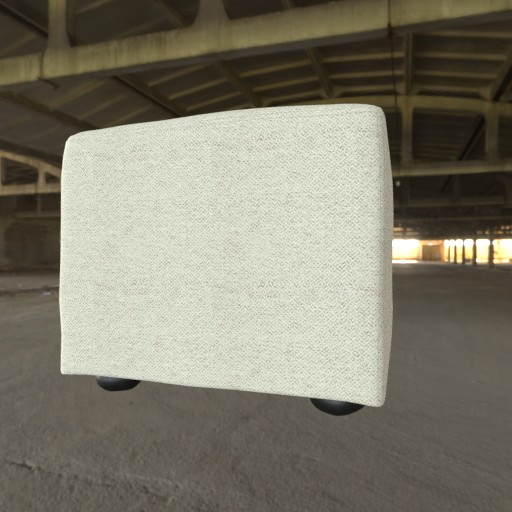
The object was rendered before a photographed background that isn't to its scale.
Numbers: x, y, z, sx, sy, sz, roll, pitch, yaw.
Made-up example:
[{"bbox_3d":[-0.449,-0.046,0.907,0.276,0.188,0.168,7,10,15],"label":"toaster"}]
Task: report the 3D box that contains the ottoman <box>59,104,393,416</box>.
[{"bbox_3d":[0.000,0.000,0.876,0.512,0.453,0.521,0,1,18],"label":"ottoman"}]
